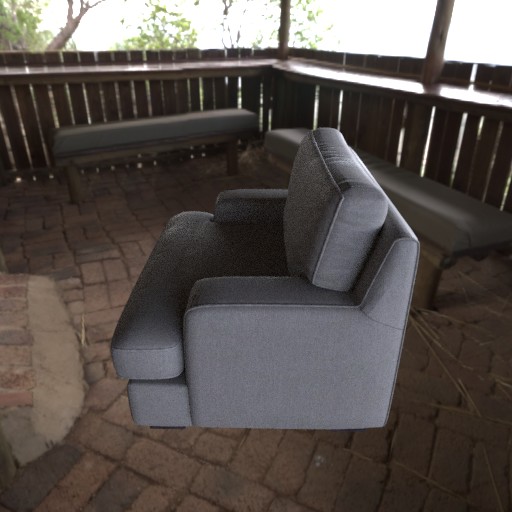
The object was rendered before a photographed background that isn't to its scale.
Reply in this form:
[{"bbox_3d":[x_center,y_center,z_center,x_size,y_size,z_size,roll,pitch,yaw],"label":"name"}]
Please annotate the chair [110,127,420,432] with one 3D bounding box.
[{"bbox_3d":[0.000,0.000,2.028,1.043,0.974,1.270,0,27,1],"label":"chair"}]
